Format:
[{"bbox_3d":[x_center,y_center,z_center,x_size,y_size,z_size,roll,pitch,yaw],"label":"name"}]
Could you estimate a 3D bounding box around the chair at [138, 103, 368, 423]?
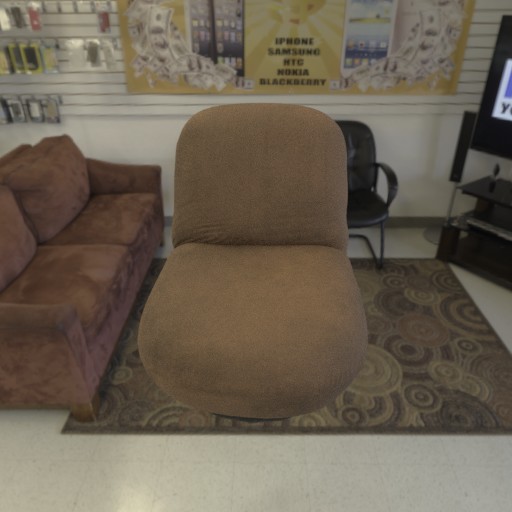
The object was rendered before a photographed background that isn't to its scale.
[{"bbox_3d":[0.000,0.000,1.030,0.521,0.594,0.597,2,30,3],"label":"chair"}]
